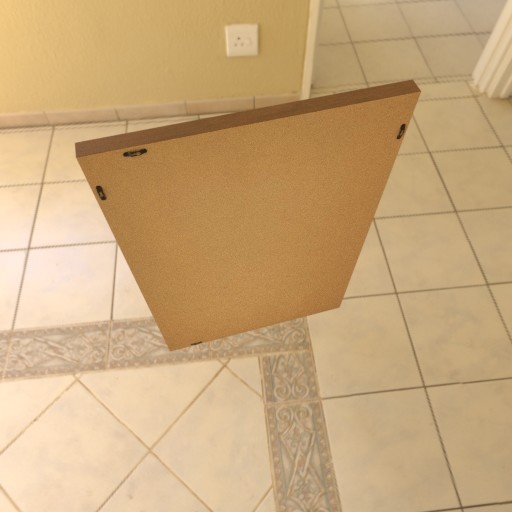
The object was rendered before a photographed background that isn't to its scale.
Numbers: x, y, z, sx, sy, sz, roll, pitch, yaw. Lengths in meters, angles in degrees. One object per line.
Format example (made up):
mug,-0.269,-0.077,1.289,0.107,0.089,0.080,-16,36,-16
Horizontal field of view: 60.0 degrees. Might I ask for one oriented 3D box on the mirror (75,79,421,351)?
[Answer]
mirror,0.000,0.000,1.152,0.609,0.915,0.040,-13,59,-8
